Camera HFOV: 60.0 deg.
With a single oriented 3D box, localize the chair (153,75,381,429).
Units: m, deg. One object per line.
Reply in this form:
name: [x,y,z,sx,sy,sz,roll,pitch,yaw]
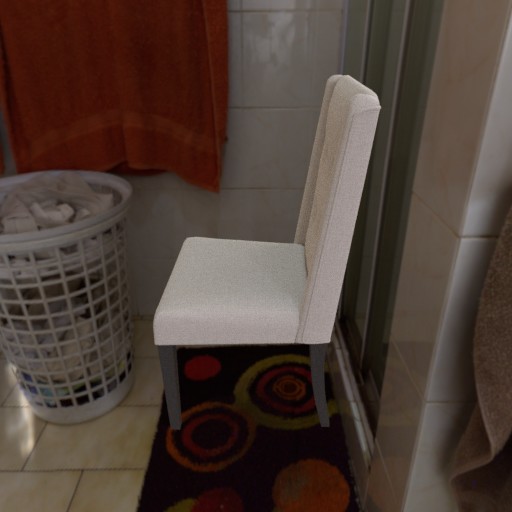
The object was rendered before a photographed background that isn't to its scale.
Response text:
chair: [0.000,0.000,1.303,0.523,0.961,0.474,1,28,2]
